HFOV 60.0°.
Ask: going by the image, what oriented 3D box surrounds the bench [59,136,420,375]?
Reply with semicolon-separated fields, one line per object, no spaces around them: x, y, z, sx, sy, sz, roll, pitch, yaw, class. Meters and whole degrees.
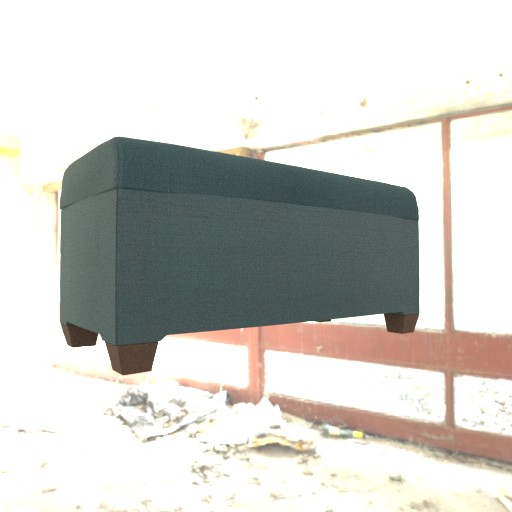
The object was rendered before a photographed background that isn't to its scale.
0.000;0.000;1.281;0.995;0.474;0.476;1;-2;-37;bench
